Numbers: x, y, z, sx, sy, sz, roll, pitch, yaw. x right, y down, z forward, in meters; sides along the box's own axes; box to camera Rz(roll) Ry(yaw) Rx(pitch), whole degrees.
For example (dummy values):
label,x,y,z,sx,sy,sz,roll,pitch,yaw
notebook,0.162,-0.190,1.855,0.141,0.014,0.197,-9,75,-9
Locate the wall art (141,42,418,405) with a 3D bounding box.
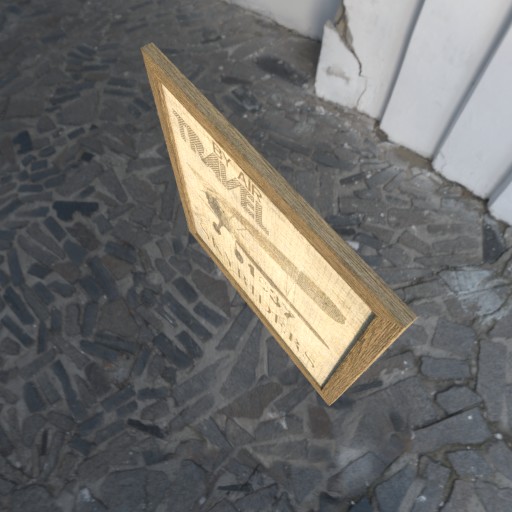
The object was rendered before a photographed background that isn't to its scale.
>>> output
label,x,y,z,sx,sy,sz,roll,pitch,yaw
wall art,0.000,0.000,0.755,0.019,0.508,0.508,-34,68,-16
